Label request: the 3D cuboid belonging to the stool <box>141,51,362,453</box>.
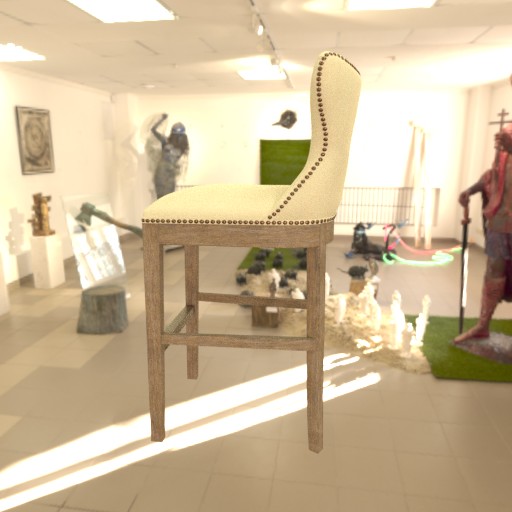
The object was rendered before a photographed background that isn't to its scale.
[{"bbox_3d":[0.000,0.000,1.425,0.606,1.123,0.494,2,13,8],"label":"stool"}]
